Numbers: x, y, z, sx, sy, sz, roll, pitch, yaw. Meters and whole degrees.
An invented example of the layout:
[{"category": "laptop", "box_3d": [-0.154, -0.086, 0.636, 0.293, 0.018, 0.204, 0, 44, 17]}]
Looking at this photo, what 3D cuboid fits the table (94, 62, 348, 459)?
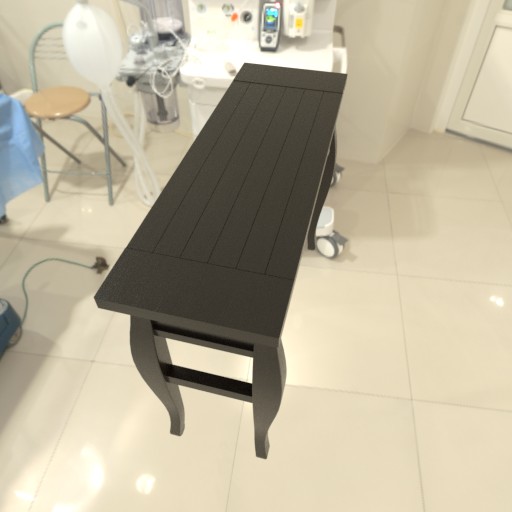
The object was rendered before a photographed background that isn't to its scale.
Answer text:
[{"category": "table", "box_3d": [0.000, 0.000, 1.431, 0.373, 0.768, 1.062, 11, 48, 10]}]
